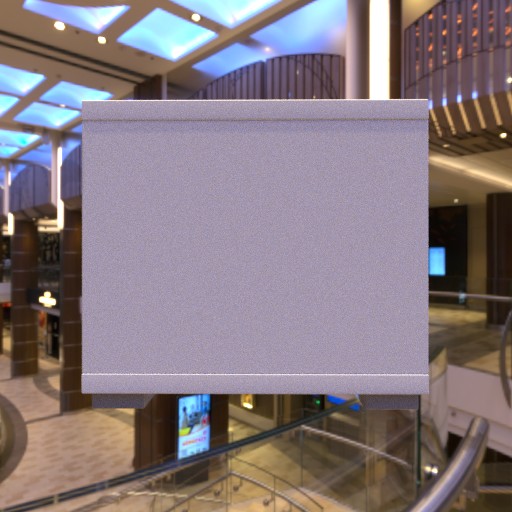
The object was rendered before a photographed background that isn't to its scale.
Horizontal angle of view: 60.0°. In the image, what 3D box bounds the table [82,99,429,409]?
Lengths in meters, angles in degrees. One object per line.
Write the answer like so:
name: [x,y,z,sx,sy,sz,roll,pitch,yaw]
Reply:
table: [0.000,0.000,0.765,0.399,0.357,0.517,0,0,1]
